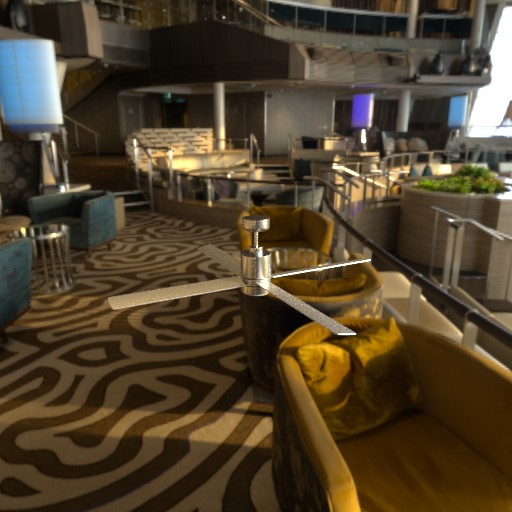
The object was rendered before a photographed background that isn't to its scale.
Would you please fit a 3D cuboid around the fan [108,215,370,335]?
[{"bbox_3d":[0.000,0.000,2.029,1.322,0.355,1.322,-8,18,-27],"label":"fan"}]
